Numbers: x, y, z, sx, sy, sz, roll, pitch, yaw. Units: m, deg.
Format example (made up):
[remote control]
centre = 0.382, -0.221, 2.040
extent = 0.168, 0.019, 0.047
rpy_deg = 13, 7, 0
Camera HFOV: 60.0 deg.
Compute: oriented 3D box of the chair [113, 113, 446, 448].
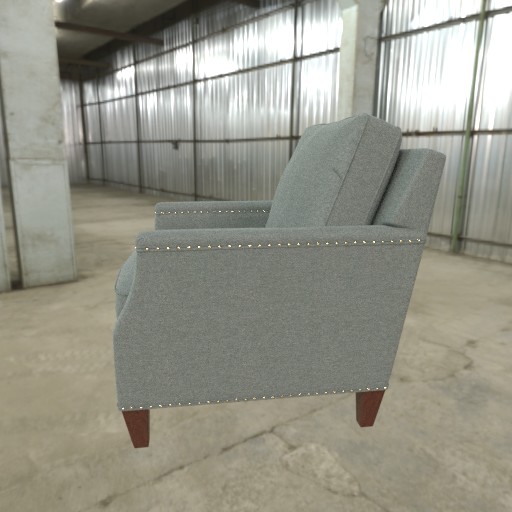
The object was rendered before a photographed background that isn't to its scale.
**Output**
[chair]
centre = 0.000, 0.000, 1.742
extent = 1.031, 1.031, 0.885
rpy_deg = -2, 13, -8
